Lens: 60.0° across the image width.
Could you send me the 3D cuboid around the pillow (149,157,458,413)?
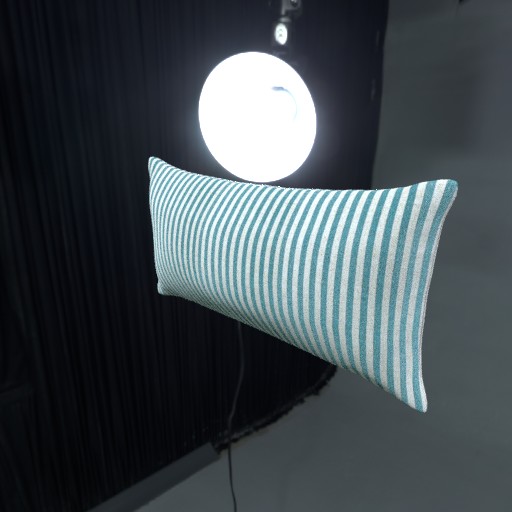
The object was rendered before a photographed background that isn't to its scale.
[{"bbox_3d":[0.000,0.000,0.728,0.151,0.295,0.617,-15,22,-42],"label":"pillow"}]
